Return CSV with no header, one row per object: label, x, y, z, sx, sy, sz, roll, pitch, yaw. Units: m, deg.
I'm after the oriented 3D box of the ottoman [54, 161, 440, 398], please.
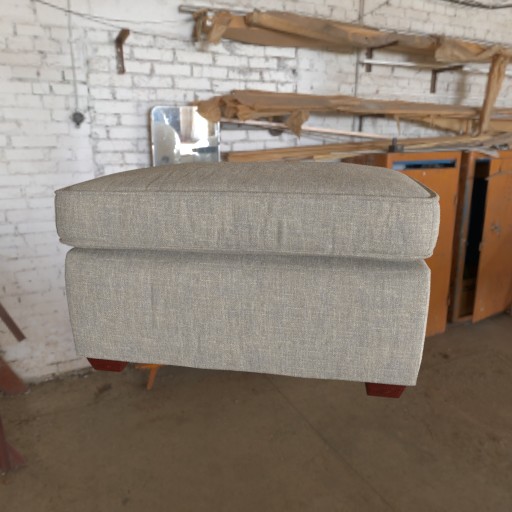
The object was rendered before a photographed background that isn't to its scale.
ottoman,0.000,0.000,1.111,0.762,0.457,0.559,3,15,9
